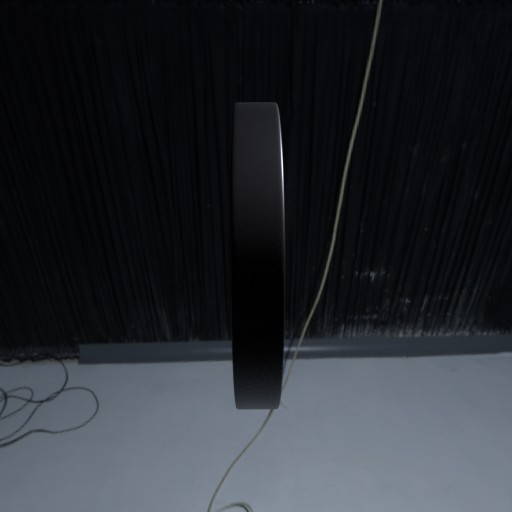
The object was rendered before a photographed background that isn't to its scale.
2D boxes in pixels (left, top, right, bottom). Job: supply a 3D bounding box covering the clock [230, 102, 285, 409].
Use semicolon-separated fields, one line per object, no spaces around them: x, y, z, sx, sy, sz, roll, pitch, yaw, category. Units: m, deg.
0.000;0.000;0.479;0.040;0.314;0.314;0;33;0;clock
